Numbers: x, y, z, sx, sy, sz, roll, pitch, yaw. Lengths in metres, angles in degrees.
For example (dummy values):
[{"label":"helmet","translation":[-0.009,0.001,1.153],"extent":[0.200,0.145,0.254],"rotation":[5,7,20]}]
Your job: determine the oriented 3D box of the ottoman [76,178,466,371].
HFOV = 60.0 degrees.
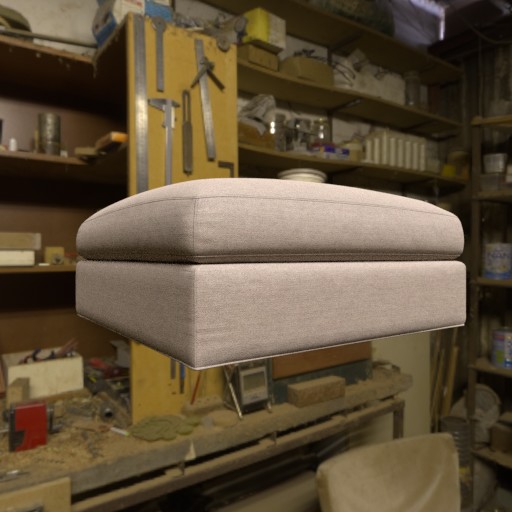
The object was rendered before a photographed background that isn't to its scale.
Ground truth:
[{"label":"ottoman","translation":[0.000,0.000,1.614],"extent":[1.041,0.470,1.041],"rotation":[0,0,-35]}]
